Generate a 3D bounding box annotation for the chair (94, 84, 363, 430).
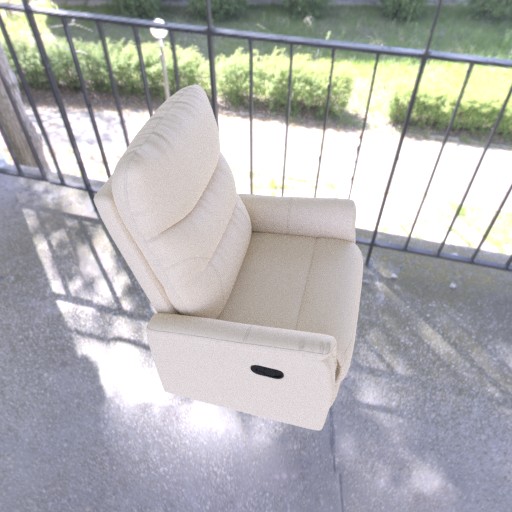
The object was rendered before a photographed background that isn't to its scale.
[{"bbox_3d":[0.000,0.000,1.660,0.831,1.082,0.775,11,47,10],"label":"chair"}]
